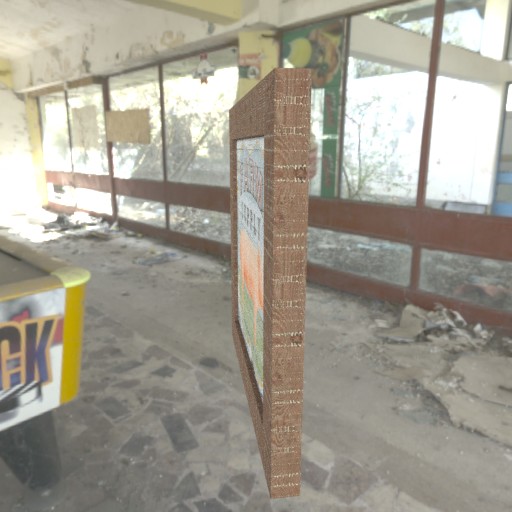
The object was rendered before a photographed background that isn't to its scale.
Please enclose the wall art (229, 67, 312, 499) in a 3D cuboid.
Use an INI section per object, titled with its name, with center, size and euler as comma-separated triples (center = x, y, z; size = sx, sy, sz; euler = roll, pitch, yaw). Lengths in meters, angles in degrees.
[wall art]
center = 0.000, 0.000, 0.779
size = 0.040, 0.531, 0.531
euler = -2, 14, -8
